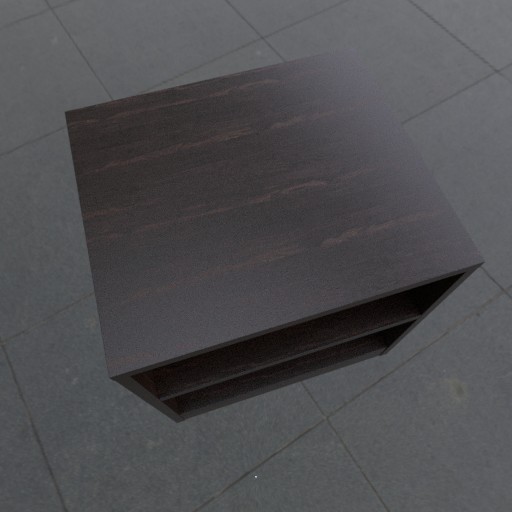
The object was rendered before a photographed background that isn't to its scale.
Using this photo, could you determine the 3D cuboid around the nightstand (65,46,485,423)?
[{"bbox_3d":[0.000,0.000,0.848,0.489,0.487,0.427,-16,65,-8],"label":"nightstand"}]
